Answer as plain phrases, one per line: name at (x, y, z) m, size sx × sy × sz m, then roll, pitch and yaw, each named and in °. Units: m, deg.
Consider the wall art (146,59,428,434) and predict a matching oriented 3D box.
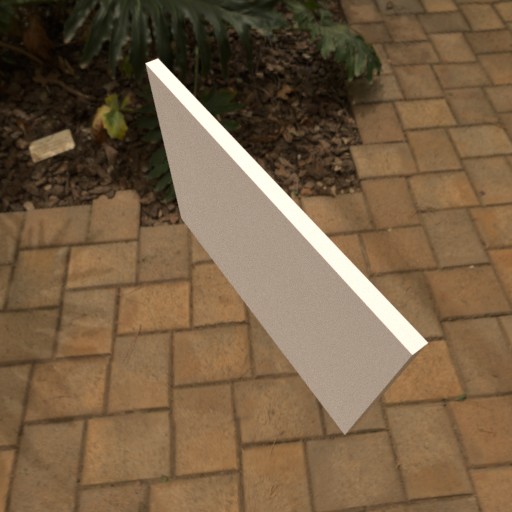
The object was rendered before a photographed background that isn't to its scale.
wall art at (0.000, 0.000, 1.671) m, size 0.051 × 0.902 × 1.308 m, roll -30°, pitch 62°, yaw -18°
